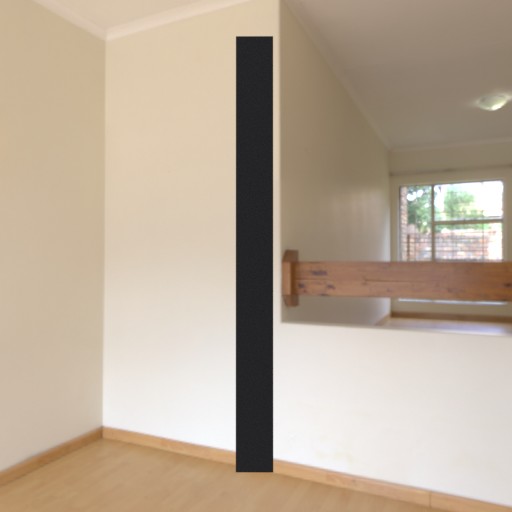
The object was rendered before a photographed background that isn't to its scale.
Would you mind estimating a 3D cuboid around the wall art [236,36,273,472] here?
[{"bbox_3d":[0.000,0.000,0.528,0.028,0.325,0.397,0,-1,0],"label":"wall art"}]
